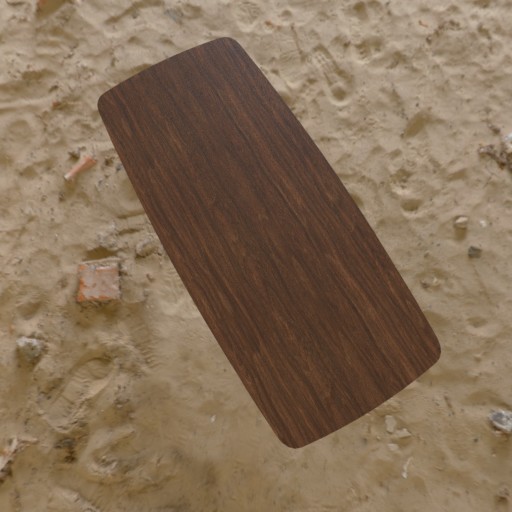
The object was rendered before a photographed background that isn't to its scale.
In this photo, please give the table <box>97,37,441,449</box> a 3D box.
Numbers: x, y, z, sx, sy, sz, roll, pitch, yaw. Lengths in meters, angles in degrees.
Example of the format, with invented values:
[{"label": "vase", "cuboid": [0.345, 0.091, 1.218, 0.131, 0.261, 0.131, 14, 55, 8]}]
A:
[{"label": "table", "cuboid": [0.000, 0.000, 1.123, 0.361, 0.576, 0.804, -29, 77, -8]}]
